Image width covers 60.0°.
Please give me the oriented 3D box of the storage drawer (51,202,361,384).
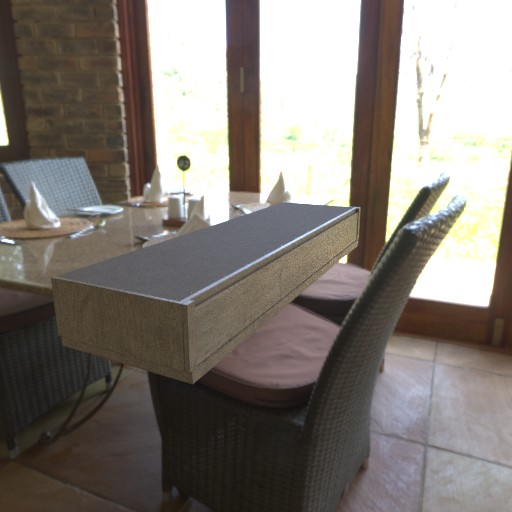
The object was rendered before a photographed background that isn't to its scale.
[{"bbox_3d":[0.000,0.000,2.380,0.591,0.274,2.072,8,17,26],"label":"storage drawer"}]
